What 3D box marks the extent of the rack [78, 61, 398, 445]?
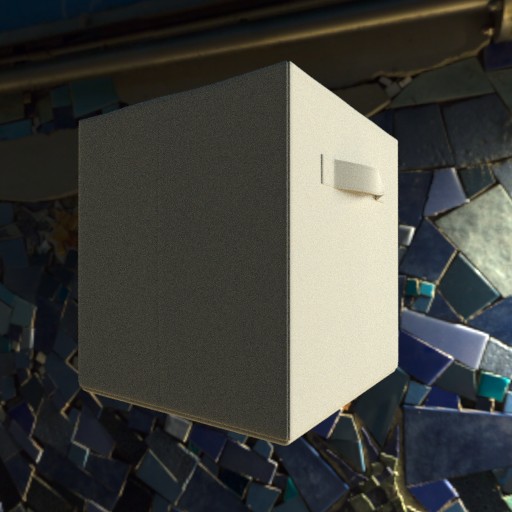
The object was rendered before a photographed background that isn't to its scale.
[{"bbox_3d":[0.000,0.000,0.492,0.270,0.280,0.270,0,0,34],"label":"rack"}]
